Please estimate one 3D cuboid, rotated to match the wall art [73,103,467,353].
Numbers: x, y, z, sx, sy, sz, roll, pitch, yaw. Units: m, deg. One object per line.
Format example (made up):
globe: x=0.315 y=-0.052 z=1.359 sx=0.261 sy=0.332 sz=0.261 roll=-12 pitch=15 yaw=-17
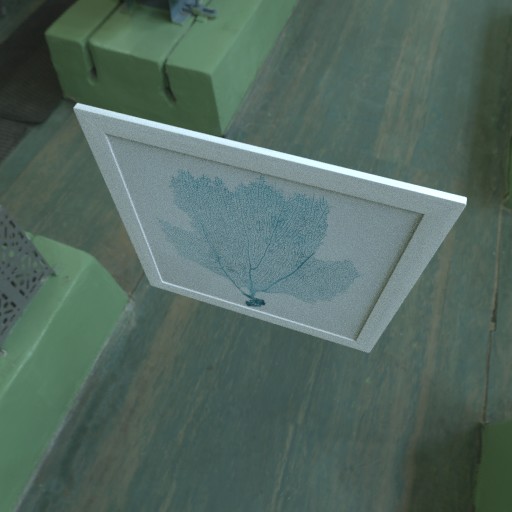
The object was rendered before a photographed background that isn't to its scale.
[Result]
wall art: x=0.000 y=0.000 z=0.879 sx=0.584 sy=0.584 sz=0.013 roll=16 pitch=60 yaw=9
